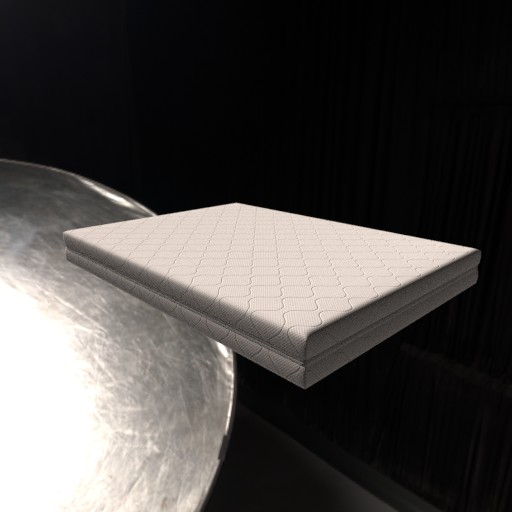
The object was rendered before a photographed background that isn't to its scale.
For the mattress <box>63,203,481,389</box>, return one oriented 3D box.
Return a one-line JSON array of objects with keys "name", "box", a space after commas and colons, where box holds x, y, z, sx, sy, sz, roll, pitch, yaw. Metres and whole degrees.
[{"name": "mattress", "box": [0.000, 0.000, 2.491, 1.400, 0.200, 1.900, -16, 23, -42]}]
